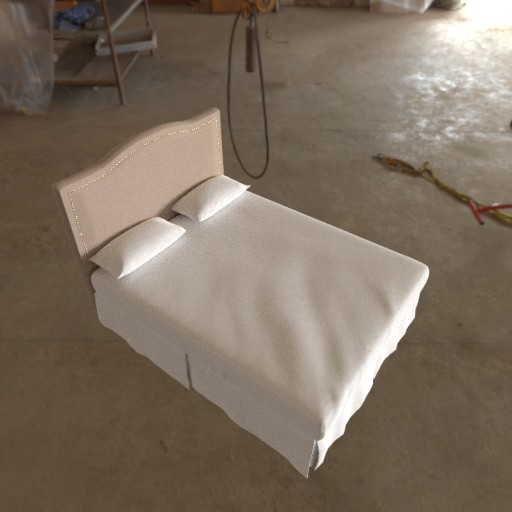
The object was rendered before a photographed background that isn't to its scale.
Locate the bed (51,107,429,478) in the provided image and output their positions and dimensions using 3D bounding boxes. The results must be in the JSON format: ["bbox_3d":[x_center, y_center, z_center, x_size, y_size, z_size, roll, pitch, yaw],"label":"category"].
[{"bbox_3d":[0.000,0.000,3.447,2.282,1.436,1.821,26,47,27],"label":"bed"}]
